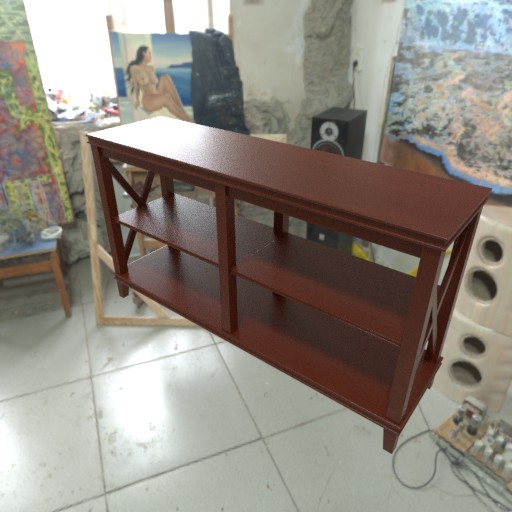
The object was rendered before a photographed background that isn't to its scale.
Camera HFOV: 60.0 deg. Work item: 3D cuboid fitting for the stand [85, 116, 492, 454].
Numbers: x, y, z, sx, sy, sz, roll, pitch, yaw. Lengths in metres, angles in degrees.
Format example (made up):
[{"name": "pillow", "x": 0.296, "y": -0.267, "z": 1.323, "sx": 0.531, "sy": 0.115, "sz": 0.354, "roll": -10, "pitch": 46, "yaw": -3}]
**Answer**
[{"name": "stand", "x": 0.000, "y": 0.000, "z": 1.659, "sx": 1.372, "sy": 0.762, "sz": 0.381, "roll": 22, "pitch": 37, "yaw": 32}]
